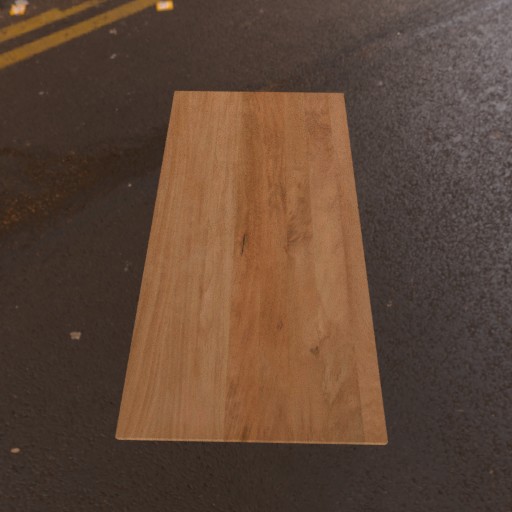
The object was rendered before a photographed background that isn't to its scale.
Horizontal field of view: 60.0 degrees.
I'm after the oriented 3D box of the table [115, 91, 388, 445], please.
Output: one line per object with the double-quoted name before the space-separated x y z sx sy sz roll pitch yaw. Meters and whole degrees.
"table" 0.000 0.000 1.654 0.699 0.400 1.348 1 59 1
